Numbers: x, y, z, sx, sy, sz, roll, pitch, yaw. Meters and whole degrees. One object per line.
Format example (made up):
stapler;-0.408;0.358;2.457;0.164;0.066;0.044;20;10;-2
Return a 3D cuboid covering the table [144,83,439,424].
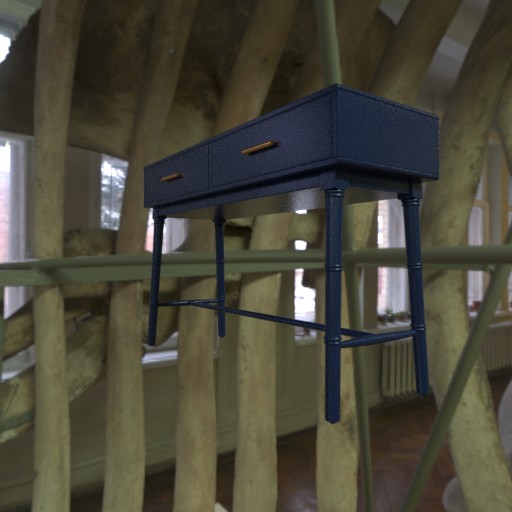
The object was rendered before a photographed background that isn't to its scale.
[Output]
table;0.000;0.000;1.514;0.399;0.749;1.118;0;0;-36
